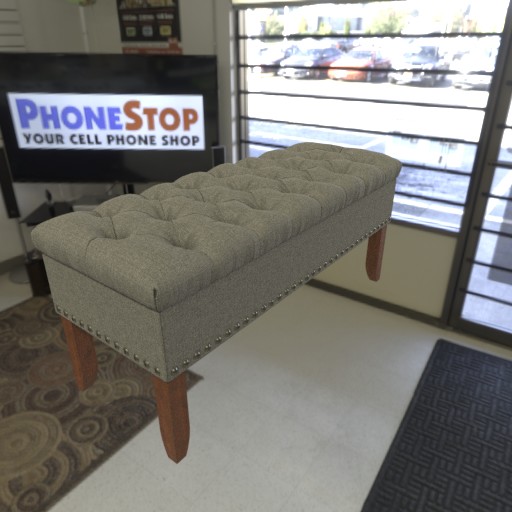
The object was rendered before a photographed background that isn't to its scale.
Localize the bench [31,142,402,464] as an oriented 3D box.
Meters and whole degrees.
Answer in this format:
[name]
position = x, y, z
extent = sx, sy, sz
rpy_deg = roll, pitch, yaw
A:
[bench]
position = 0.000, 0.000, 1.289
extent = 0.417, 0.470, 1.052
rpy_deg = 19, 32, 34
